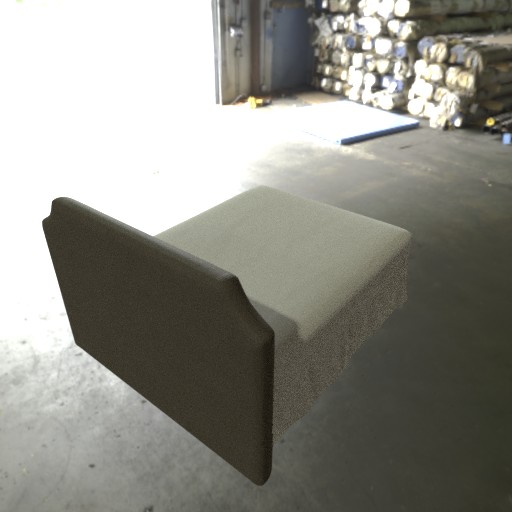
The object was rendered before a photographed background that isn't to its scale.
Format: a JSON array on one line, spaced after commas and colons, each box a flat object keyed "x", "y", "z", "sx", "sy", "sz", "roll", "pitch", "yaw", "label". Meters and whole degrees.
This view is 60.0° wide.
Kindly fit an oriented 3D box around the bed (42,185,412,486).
[{"x": 0.000, "y": 0.000, "z": 3.291, "sx": 1.831, "sy": 1.297, "sz": 2.181, "roll": 23, "pitch": 39, "yaw": 32, "label": "bed"}]
